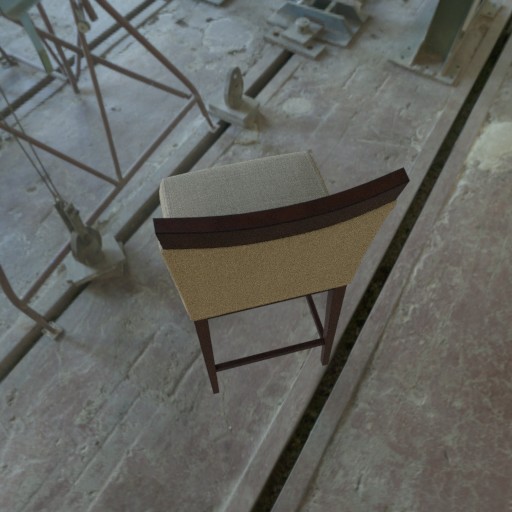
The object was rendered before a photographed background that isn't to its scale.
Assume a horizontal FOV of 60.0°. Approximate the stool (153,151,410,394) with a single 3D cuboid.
[{"bbox_3d":[0.000,0.000,1.282,0.463,1.011,0.480,-12,59,-7],"label":"stool"}]
